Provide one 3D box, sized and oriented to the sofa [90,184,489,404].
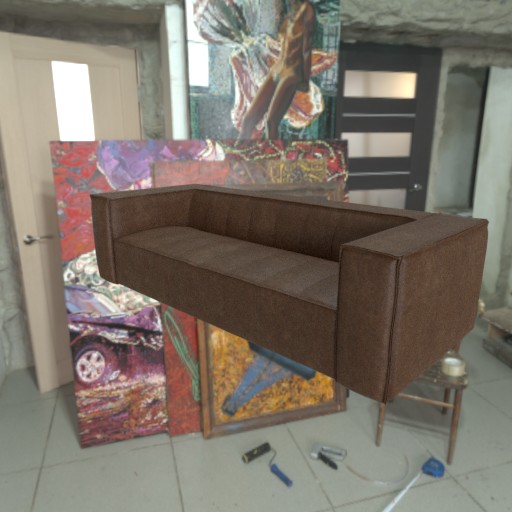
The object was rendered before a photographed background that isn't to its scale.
[{"bbox_3d":[0.000,0.000,2.972,2.581,0.701,1.102,14,21,42],"label":"sofa"}]
